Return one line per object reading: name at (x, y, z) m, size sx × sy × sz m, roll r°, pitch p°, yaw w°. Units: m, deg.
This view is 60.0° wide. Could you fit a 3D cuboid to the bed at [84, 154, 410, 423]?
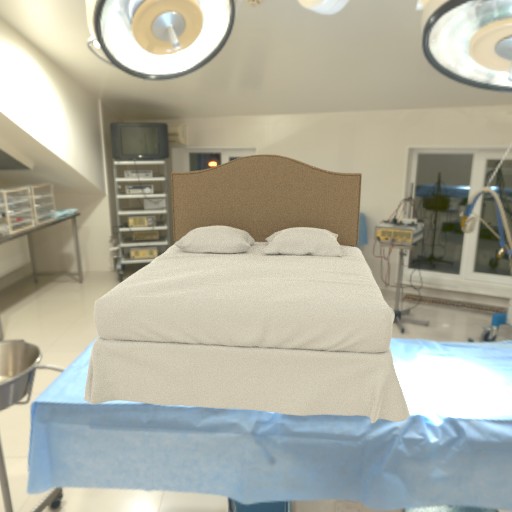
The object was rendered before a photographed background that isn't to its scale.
bed at (0.000, 0.000, 3.769) m, size 2.311 × 1.651 × 2.222 m, roll 2°, pitch 14°, yaw 7°
